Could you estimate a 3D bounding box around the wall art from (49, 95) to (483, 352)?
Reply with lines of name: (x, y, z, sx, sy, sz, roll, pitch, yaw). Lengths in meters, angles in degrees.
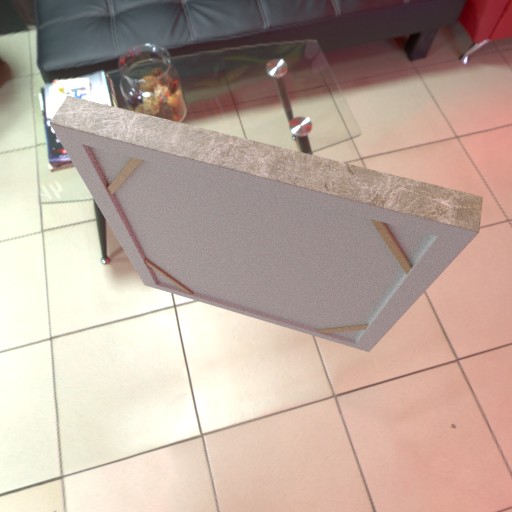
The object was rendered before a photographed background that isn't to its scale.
wall art: (0.000, 0.000, 0.590, 0.405, 0.407, 0.038, 16, 65, 8)
